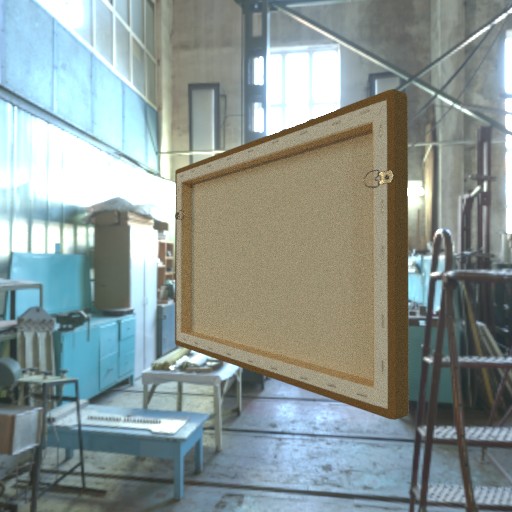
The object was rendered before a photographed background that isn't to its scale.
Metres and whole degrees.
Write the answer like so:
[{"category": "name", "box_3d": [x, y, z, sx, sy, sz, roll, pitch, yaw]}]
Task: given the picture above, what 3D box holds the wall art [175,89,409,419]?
[{"category": "wall art", "box_3d": [0.000, 0.000, 0.495, 0.019, 0.254, 0.380, 0, -1, -36]}]
